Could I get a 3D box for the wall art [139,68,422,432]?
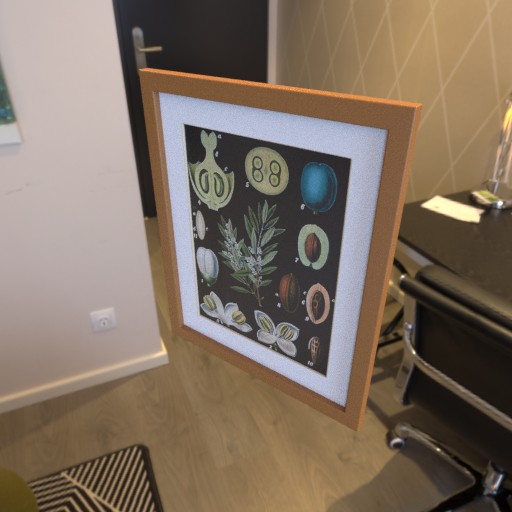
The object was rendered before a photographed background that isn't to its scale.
[{"bbox_3d":[0.000,0.000,0.515,0.310,0.379,0.015,20,37,30],"label":"wall art"}]
